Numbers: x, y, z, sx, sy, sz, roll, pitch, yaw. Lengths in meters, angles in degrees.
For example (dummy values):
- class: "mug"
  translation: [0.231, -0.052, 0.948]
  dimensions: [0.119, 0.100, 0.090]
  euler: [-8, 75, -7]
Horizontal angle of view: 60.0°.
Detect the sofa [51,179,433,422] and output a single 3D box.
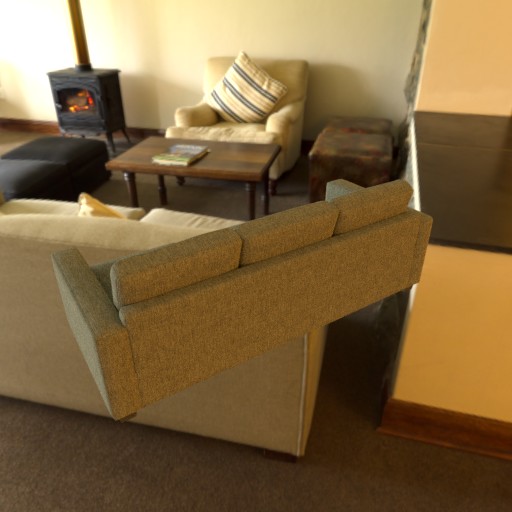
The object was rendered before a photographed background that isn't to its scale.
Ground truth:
- class: "sofa"
  translation: [0.000, 0.000, 2.717]
  dimensions: [2.160, 0.800, 0.900]
  euler: [-18, 35, -28]
